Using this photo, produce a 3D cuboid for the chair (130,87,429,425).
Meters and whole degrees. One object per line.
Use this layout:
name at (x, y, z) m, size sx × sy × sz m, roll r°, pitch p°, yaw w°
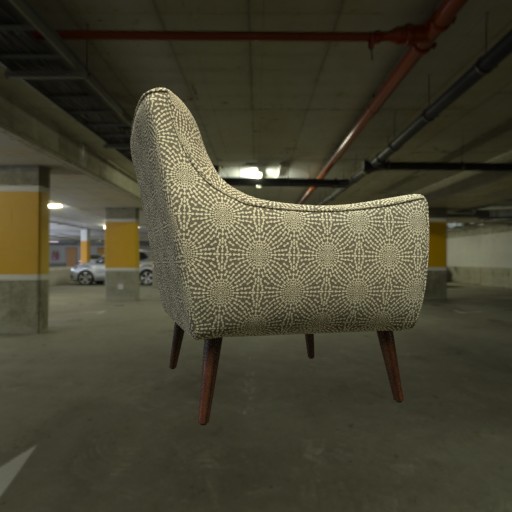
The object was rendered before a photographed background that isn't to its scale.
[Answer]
chair at (0.000, 0.000, 1.451) m, size 0.787 × 0.838 × 0.762 m, roll 0°, pitch -1°, yaw -18°
